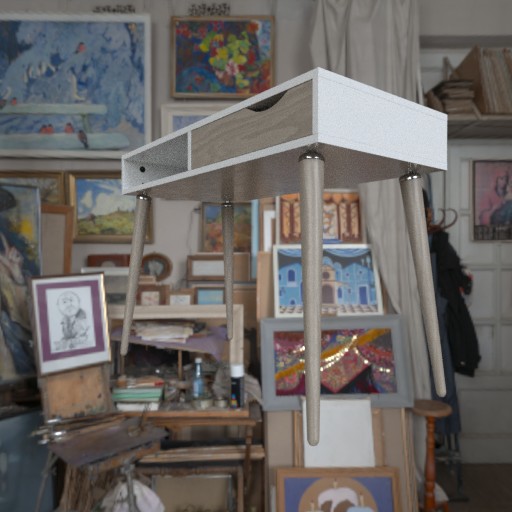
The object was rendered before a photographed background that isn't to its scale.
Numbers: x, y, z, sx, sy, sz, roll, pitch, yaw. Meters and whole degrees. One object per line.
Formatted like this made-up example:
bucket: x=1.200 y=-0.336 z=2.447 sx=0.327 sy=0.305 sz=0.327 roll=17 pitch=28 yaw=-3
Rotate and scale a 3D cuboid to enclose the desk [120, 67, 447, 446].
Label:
desk: x=0.000 y=0.000 z=1.371 sx=0.491 sy=0.723 sz=0.979 roll=0 pitch=1 yaw=-38
